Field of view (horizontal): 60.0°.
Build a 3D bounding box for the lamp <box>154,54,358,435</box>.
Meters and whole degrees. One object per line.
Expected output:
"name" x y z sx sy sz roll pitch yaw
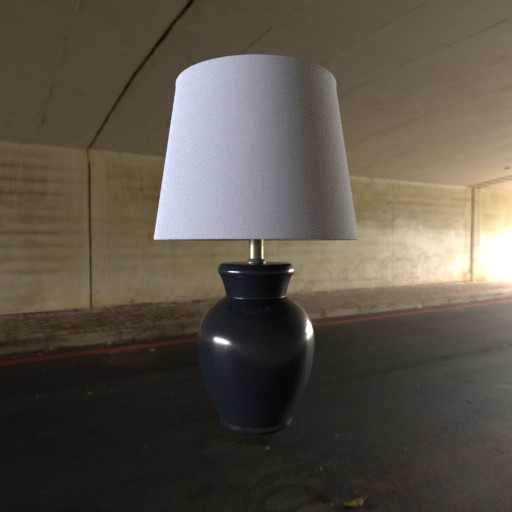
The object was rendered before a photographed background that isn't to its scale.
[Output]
"lamp" 0.000 0.000 0.532 0.239 0.399 0.239 0 2 0
